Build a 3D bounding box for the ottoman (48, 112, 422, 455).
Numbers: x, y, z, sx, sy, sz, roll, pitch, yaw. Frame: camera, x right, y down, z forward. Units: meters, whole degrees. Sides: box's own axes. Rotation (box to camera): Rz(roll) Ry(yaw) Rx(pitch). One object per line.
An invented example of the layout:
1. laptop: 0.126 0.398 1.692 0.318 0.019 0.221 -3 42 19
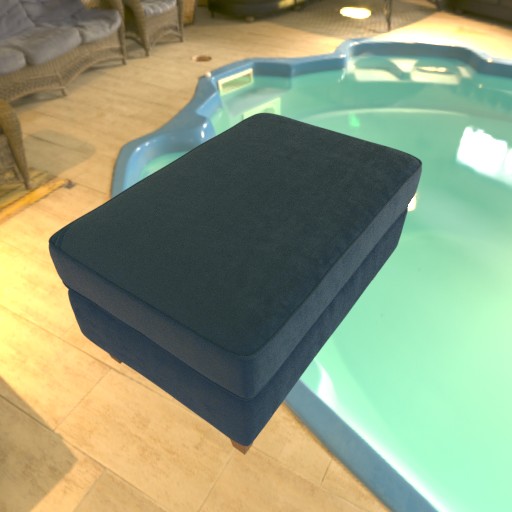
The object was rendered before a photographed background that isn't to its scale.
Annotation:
1. ottoman: 0.000 0.000 1.242 0.583 0.484 0.862 26 48 26
